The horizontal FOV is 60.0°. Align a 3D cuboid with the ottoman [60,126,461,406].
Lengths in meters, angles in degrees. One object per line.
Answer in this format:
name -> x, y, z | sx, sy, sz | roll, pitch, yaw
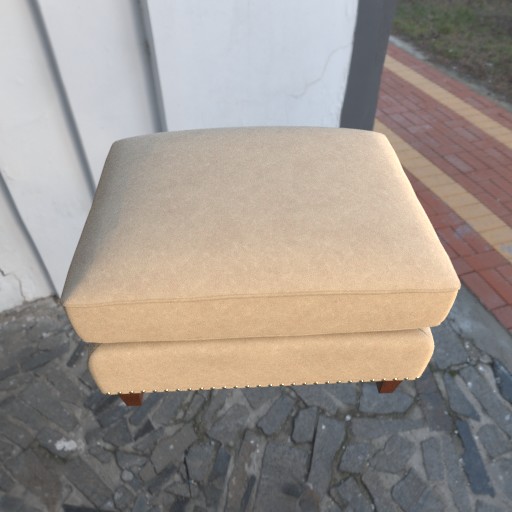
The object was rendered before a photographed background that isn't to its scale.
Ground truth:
ottoman -> 0.000, 0.000, 1.118 | 0.741, 0.513, 0.584 | -2, 45, -2
